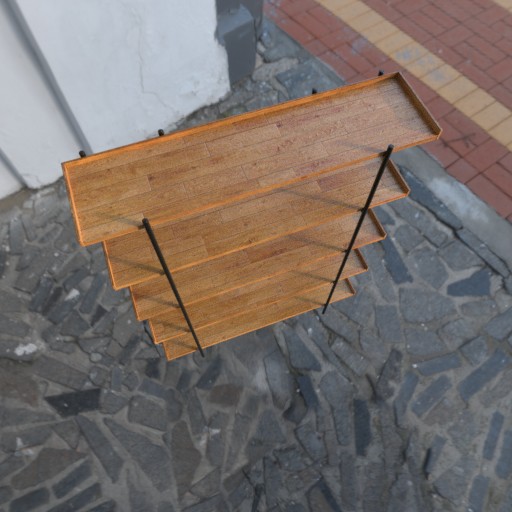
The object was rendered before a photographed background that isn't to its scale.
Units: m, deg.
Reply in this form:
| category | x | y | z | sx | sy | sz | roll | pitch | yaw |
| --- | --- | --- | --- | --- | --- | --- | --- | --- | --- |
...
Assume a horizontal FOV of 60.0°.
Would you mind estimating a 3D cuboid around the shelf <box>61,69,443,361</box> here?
| category | x | y | z | sx | sy | sz | roll | pitch | yaw |
| --- | --- | --- | --- | --- | --- | --- | --- | --- | --- |
| shelf | 0.000 | 0.000 | 2.433 | 1.371 | 1.826 | 0.379 | -18 | 65 | -9 |
